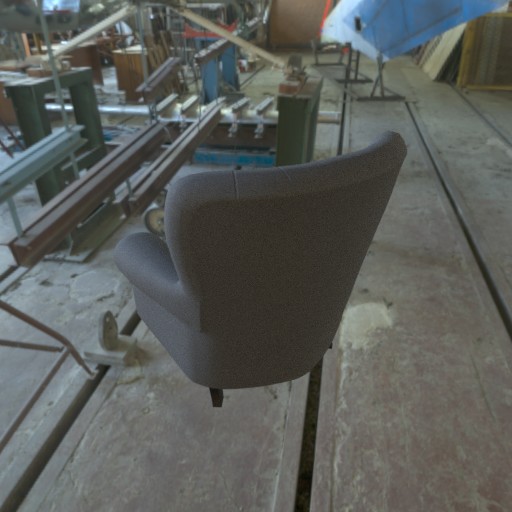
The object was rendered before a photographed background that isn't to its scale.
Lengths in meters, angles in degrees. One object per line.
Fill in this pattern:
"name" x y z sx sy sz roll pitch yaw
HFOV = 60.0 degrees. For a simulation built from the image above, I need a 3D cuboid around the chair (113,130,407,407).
"chair" 0.000 0.000 1.808 0.983 1.046 0.983 -19 36 -29
